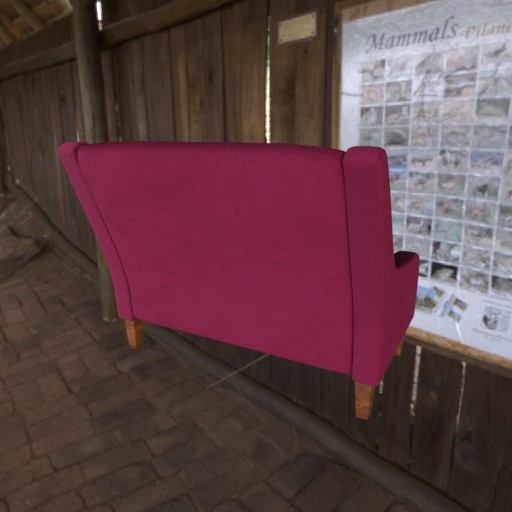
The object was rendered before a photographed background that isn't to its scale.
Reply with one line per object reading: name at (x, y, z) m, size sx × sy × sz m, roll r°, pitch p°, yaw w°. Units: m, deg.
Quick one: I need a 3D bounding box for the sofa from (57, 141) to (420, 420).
sofa at (0.000, 0.000, 1.925) m, size 1.242 × 0.976 × 0.946 m, roll 9°, pitch 18°, yaw 28°
